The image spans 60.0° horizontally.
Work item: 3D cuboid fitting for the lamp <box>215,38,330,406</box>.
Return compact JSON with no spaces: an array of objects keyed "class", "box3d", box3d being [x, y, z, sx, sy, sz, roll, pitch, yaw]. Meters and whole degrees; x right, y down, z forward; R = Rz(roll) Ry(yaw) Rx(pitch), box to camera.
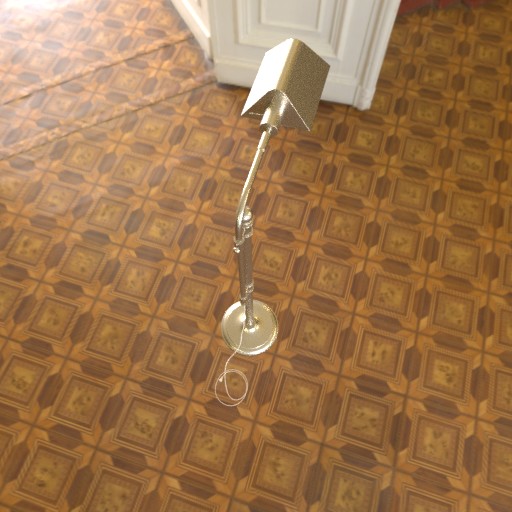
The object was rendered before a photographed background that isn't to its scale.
[{"class":"lamp","box3d":[0.000,0.000,0.942,0.159,0.708,0.546,16,66,7]}]
